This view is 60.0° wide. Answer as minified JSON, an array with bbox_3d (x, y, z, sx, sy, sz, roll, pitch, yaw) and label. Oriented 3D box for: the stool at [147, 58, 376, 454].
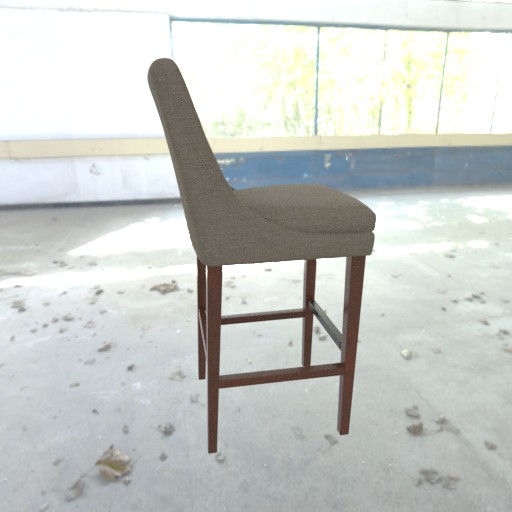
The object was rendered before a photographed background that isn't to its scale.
[{"bbox_3d":[0.000,0.000,1.369,0.577,1.078,0.470,-4,19,-11],"label":"stool"}]
